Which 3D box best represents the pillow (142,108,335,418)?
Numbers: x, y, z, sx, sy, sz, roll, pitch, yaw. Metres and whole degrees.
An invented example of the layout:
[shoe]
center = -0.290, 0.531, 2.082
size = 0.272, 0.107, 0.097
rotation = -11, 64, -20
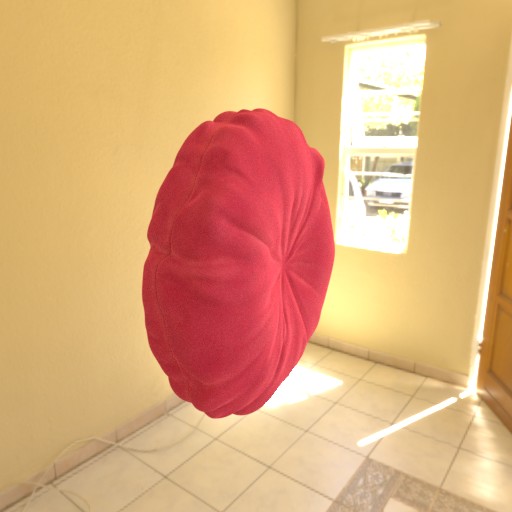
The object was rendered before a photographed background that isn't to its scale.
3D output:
[pillow]
center = 0.000, 0.000, 0.643
size = 0.148, 0.407, 0.428
rotation = 7, 16, 27
